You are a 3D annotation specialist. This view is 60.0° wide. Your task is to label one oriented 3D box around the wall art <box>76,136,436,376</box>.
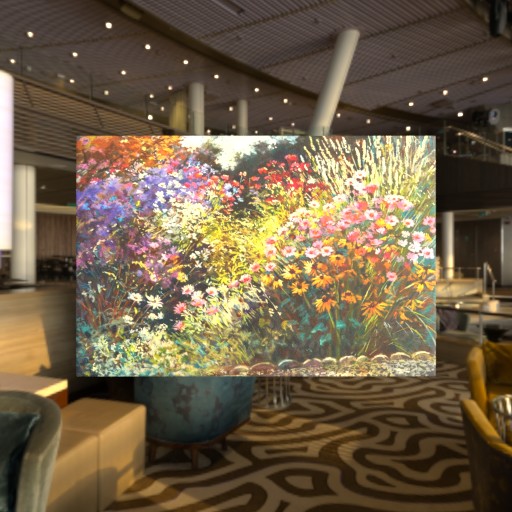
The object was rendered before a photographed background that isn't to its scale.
[{"bbox_3d":[0.000,0.000,1.422,1.136,0.760,0.042,0,0,0],"label":"wall art"}]
